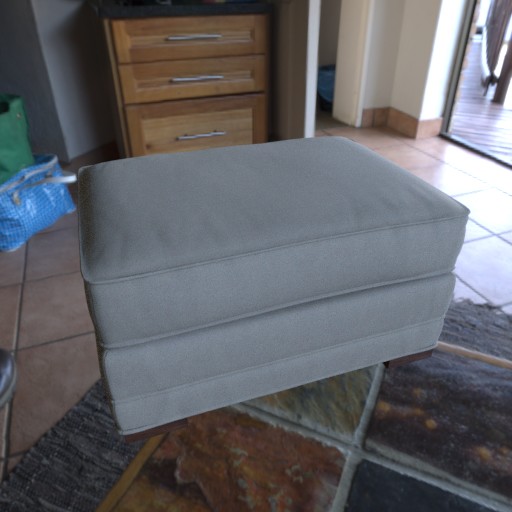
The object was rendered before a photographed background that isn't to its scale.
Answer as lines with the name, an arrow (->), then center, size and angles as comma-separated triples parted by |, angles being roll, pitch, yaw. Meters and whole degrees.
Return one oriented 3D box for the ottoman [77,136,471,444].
ottoman -> 0.000, 0.000, 1.184 | 0.848, 0.482, 0.611 | -11, 34, -16
